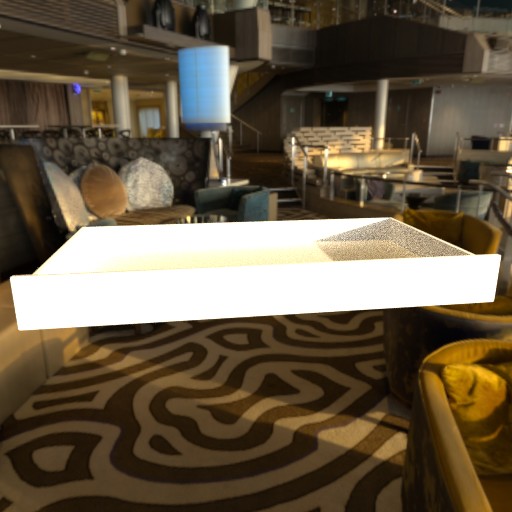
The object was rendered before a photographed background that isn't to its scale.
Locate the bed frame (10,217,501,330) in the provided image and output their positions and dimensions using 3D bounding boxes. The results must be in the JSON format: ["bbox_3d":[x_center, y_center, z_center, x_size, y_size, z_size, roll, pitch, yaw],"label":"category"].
[{"bbox_3d":[0.000,0.000,1.497,1.300,0.141,0.670,-2,16,-8],"label":"bed frame"}]
